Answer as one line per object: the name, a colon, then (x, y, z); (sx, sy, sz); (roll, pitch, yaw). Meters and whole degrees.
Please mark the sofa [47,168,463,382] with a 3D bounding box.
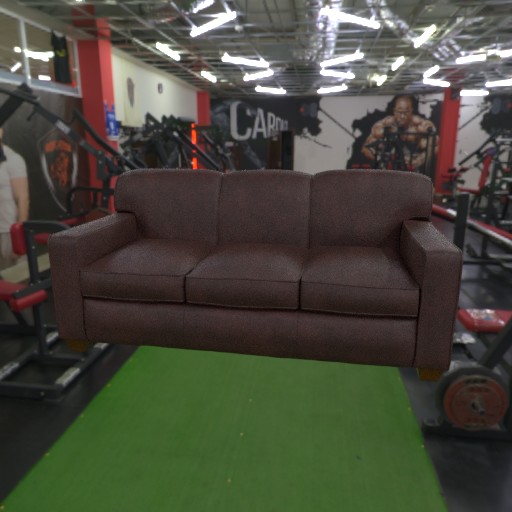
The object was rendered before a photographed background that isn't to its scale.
sofa: (0.000, 0.000, 2.564); (2.039, 0.953, 1.008); (3, 15, 10)
